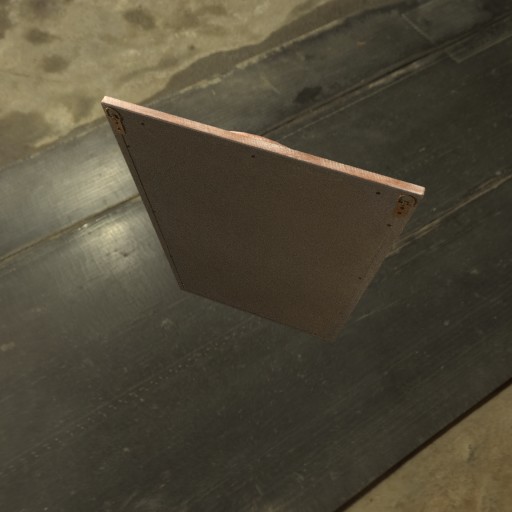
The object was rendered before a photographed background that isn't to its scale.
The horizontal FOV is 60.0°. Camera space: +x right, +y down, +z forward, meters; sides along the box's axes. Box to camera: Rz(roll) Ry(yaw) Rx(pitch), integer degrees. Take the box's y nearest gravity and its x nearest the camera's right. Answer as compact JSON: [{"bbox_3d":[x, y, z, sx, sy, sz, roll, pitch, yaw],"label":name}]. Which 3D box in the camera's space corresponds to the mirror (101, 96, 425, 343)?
[{"bbox_3d":[0.000,0.000,0.999,0.495,0.787,0.058,18,66,8],"label":"mirror"}]
